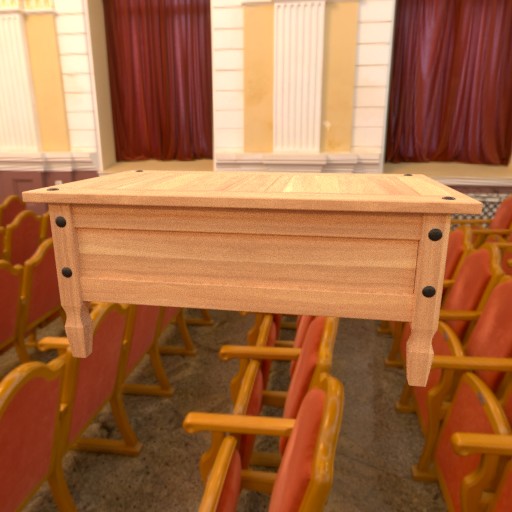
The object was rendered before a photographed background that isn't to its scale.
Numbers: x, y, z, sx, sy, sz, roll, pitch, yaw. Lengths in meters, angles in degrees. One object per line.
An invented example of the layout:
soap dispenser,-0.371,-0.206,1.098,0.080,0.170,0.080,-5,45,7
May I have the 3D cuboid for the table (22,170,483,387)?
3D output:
table,0.000,0.000,1.289,1.000,0.437,0.600,3,16,9
